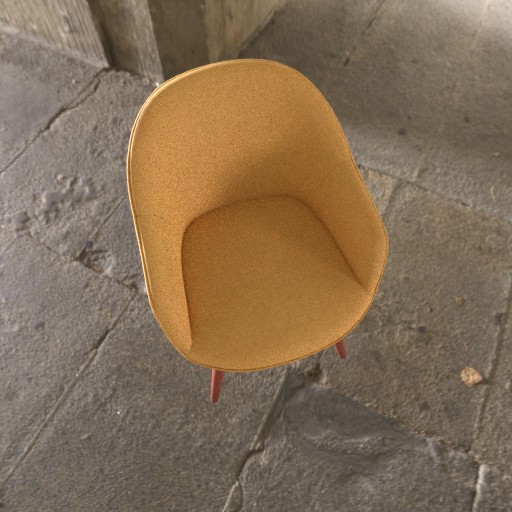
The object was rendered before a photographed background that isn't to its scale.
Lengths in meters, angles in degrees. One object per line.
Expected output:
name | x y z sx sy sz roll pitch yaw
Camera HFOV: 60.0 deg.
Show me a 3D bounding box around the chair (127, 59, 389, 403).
chair | 0.000 0.000 1.267 0.596 0.823 0.635 -16 63 -9
